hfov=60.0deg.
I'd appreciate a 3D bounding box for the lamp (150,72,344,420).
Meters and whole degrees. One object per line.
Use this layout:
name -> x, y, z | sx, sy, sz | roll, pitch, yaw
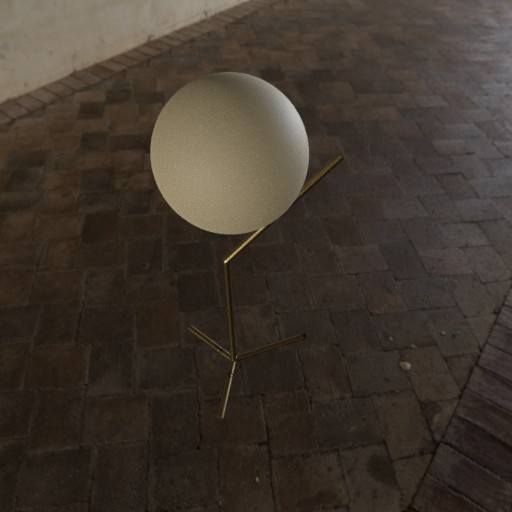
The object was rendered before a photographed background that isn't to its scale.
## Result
lamp -> 0.000, 0.000, 0.668 | 0.251, 0.552, 0.210 | -15, 48, -14
